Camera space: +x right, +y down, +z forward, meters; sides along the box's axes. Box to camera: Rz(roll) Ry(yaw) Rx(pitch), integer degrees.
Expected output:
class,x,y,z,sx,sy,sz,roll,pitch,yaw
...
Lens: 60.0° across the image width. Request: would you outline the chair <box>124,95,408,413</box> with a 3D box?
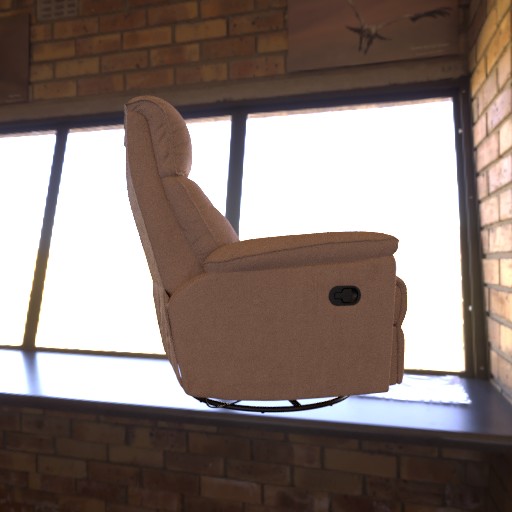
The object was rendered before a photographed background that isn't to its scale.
class,x,y,z,sx,sy,sz,roll,pitch,yaw
chair,0.000,0.000,1.755,1.004,1.037,0.820,0,0,-17
